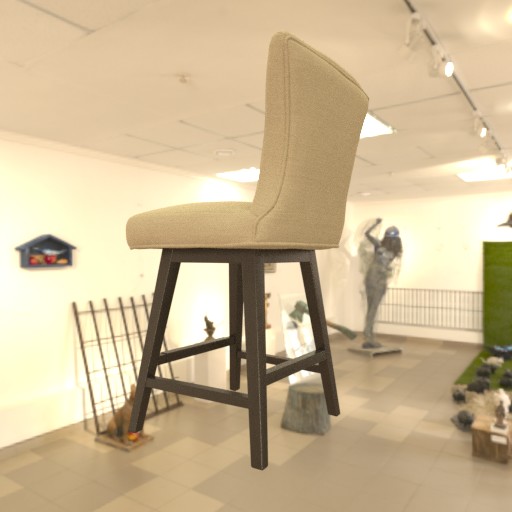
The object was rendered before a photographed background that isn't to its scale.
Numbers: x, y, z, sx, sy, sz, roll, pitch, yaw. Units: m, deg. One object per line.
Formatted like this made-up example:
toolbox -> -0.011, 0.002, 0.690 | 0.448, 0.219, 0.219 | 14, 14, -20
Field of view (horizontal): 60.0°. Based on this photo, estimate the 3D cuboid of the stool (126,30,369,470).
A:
stool -> 0.000, 0.000, 1.306 | 0.574, 1.000, 0.514 | 0, 0, 35
